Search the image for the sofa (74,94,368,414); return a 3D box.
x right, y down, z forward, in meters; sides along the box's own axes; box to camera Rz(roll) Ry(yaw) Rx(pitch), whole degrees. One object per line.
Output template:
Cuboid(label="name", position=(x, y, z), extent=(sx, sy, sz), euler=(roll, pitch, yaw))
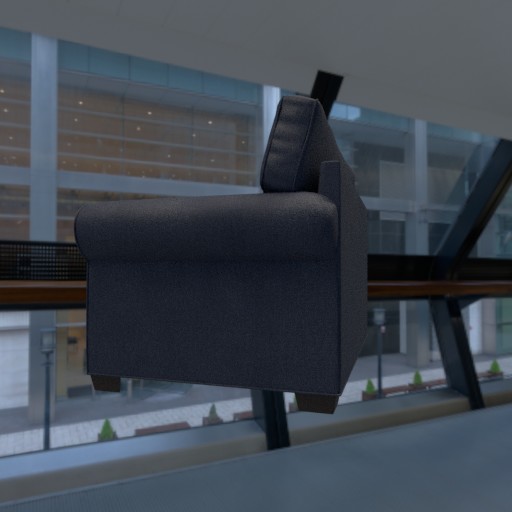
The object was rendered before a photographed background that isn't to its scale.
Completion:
Cuboid(label="sofa", position=(0.000, 0.000, 2.075), extent=(0.938, 1.004, 1.405), euler=(0, -1, 18))
